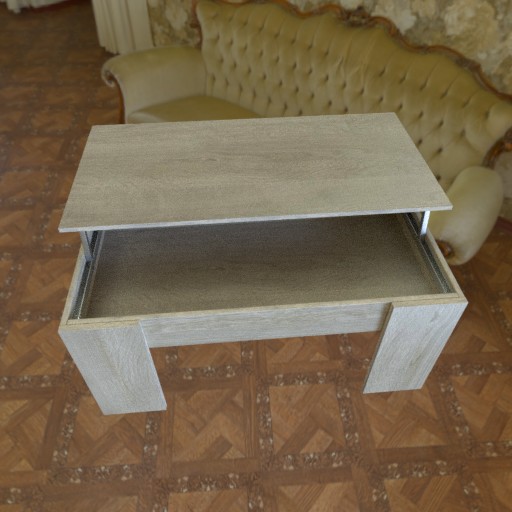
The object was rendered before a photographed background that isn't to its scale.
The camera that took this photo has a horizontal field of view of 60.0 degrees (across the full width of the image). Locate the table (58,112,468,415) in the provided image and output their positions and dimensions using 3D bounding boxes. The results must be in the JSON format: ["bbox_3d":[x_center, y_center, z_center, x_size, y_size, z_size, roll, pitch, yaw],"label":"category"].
[{"bbox_3d":[0.000,0.000,1.419,1.000,0.570,0.711,-4,46,-3],"label":"table"}]
